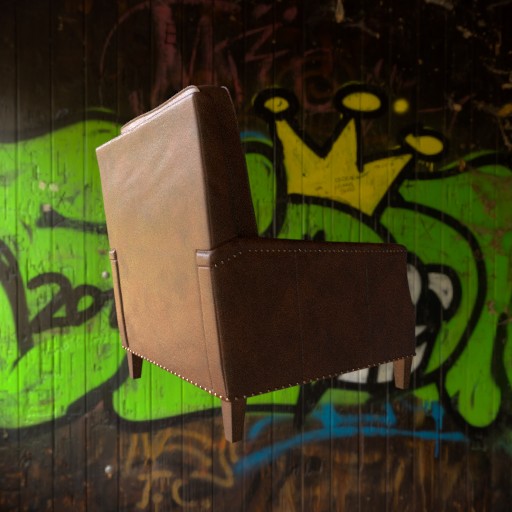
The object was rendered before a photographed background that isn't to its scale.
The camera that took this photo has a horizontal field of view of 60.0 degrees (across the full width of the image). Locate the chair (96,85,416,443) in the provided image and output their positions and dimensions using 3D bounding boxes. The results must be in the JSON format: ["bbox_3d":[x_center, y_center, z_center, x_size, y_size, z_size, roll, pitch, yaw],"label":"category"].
[{"bbox_3d":[0.000,0.000,1.810,1.035,1.054,0.854,-1,2,-37],"label":"chair"}]
